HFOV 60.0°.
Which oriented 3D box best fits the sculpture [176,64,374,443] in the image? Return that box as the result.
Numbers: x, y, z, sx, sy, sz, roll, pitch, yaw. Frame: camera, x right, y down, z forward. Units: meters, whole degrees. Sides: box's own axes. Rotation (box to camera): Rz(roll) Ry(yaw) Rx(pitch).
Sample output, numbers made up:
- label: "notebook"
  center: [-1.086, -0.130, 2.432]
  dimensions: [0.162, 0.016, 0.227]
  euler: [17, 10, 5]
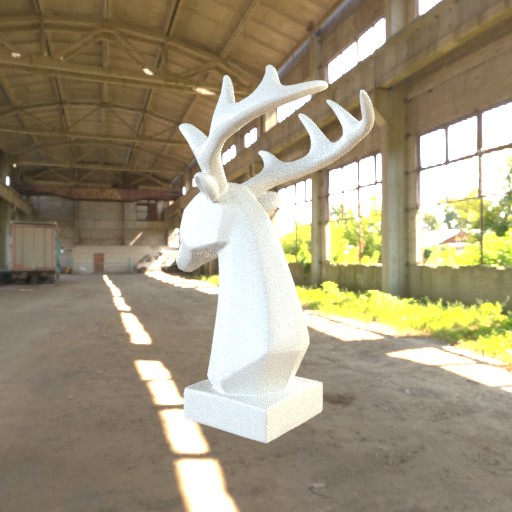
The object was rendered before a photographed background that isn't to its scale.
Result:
- label: "sculpture"
  center: [0.000, 0.000, 0.452]
  dimensions: [0.224, 0.329, 0.174]
  euler: [0, 0, 37]
